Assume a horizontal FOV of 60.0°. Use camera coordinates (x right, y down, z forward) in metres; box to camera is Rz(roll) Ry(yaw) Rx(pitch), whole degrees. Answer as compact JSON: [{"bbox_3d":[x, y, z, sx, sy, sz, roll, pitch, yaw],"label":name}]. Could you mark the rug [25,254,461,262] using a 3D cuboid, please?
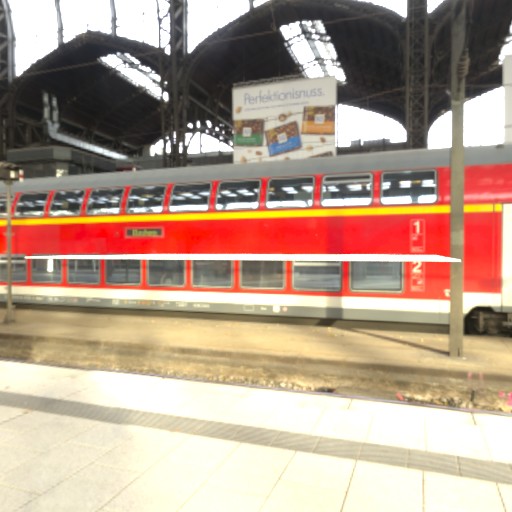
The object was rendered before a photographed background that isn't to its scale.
[{"bbox_3d":[0.000,0.000,2.319,1.825,0.015,1.232,0,1,19],"label":"rug"}]
